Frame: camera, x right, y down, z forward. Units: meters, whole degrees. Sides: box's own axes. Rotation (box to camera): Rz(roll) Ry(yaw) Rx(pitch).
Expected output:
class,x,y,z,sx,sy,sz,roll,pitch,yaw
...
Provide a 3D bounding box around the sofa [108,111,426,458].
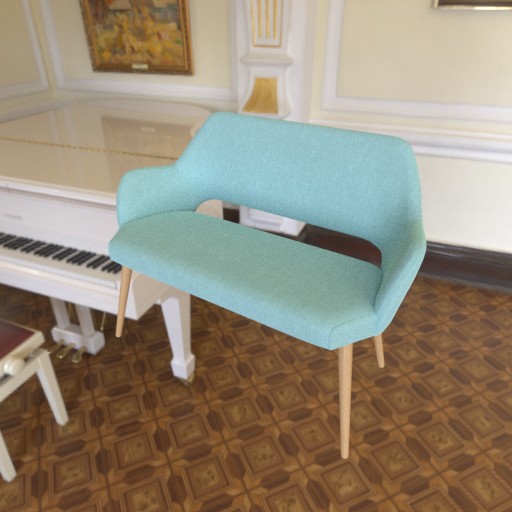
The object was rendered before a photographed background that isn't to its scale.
class,x,y,z,sx,sy,sz,roll,pitch,yaw
sofa,0.000,0.000,1.596,1.150,0.840,0.610,18,34,29
